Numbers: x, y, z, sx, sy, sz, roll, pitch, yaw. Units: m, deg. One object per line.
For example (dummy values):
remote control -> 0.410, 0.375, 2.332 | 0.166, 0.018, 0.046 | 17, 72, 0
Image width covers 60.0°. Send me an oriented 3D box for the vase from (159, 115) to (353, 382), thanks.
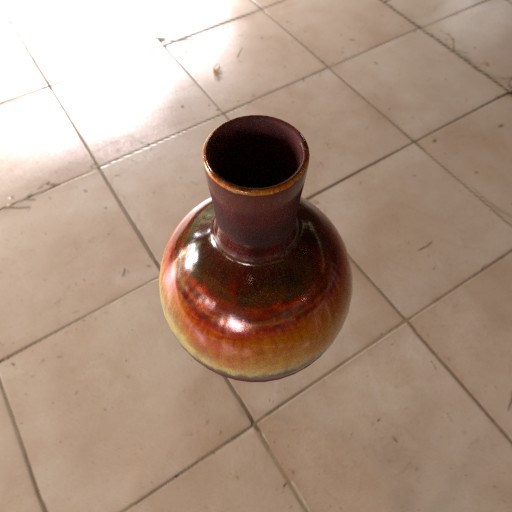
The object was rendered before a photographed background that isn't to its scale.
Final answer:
vase -> 0.000, 0.000, 0.234 | 0.111, 0.154, 0.111 | 0, 59, 0
